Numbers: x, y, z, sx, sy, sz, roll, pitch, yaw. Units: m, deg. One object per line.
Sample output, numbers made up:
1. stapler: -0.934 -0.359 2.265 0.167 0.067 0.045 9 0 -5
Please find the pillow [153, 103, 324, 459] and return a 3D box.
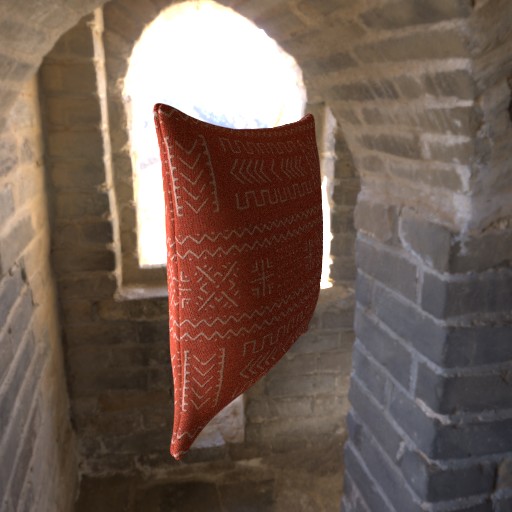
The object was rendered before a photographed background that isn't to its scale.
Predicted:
1. pillow: 0.000 0.000 0.677 0.164 0.429 0.438 8 18 27
